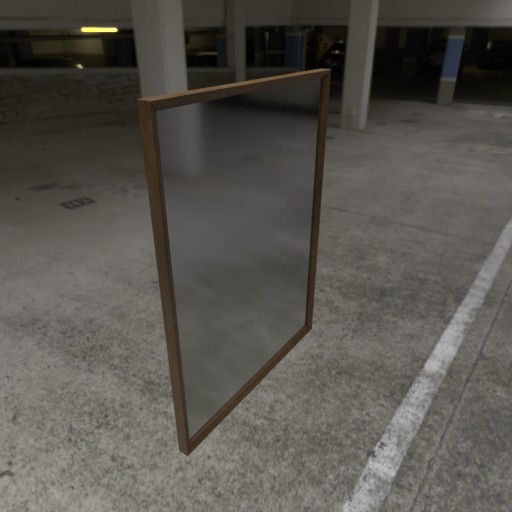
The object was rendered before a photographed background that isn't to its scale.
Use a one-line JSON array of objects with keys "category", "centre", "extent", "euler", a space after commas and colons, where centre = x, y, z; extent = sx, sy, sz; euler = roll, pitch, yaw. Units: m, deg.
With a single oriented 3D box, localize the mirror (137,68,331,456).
[{"category": "mirror", "centre": [0.000, 0.000, 1.372], "extent": [0.041, 1.016, 0.762], "euler": [18, 33, 31]}]
